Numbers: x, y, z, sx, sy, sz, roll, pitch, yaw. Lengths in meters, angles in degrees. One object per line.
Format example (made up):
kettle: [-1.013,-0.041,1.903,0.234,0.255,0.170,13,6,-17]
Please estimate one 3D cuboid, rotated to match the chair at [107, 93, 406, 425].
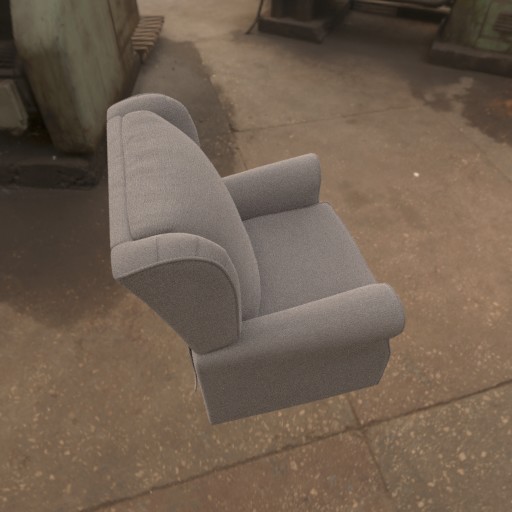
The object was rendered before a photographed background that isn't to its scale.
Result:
chair: [0.000,0.000,1.633,0.854,0.966,0.906,-10,48,-9]
